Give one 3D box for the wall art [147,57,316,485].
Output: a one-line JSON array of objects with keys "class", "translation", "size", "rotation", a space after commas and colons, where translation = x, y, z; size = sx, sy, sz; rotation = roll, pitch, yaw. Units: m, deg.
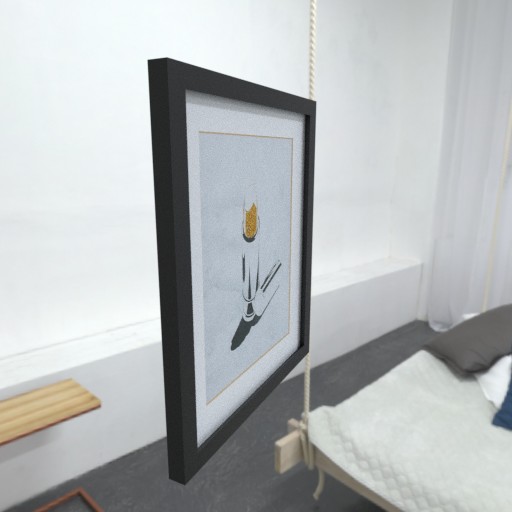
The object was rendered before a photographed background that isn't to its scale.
[{"class": "wall art", "translation": [0.000, 0.000, 0.528], "size": [0.019, 0.381, 0.330], "rotation": [7, 15, 27]}]
